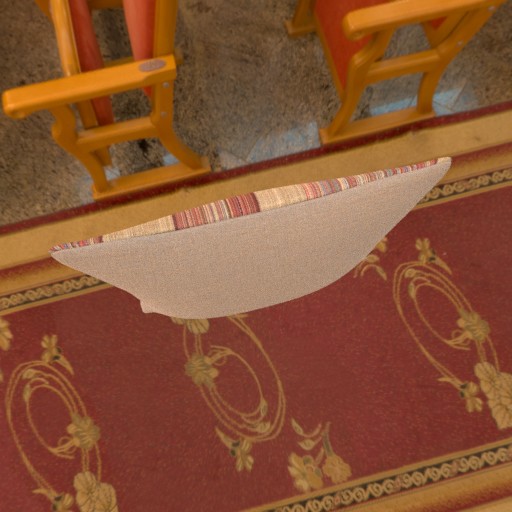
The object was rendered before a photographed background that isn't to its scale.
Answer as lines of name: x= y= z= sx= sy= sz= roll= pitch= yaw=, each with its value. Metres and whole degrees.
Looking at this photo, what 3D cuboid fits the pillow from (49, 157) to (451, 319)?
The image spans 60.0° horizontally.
pillow: x=0.000 y=0.000 z=0.654 sx=0.437 sy=0.419 sz=0.136 roll=-13 pitch=76 yaw=-3
